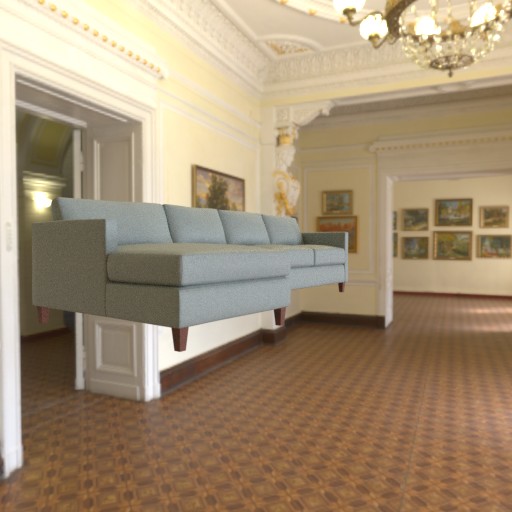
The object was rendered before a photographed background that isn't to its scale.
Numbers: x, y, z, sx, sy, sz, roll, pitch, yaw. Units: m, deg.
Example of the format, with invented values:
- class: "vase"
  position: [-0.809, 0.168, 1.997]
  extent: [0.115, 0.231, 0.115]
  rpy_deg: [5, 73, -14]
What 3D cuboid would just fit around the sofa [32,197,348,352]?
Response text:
- class: "sofa"
  position: [0.000, 0.000, 4.180]
  extent: [1.600, 0.953, 3.470]
  rpy_deg: [1, 2, 37]
